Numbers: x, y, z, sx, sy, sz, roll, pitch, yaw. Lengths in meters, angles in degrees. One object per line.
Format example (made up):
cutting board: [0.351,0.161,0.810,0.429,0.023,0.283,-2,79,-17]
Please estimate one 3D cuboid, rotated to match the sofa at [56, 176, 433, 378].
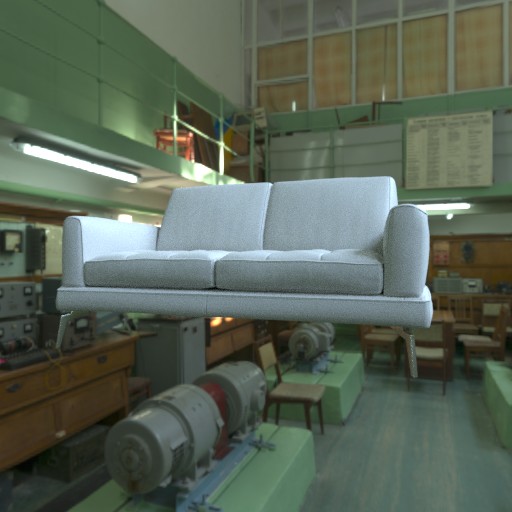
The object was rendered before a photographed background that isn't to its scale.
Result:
sofa: [0.000,0.000,2.464,1.819,0.930,1.121,0,0,19]
